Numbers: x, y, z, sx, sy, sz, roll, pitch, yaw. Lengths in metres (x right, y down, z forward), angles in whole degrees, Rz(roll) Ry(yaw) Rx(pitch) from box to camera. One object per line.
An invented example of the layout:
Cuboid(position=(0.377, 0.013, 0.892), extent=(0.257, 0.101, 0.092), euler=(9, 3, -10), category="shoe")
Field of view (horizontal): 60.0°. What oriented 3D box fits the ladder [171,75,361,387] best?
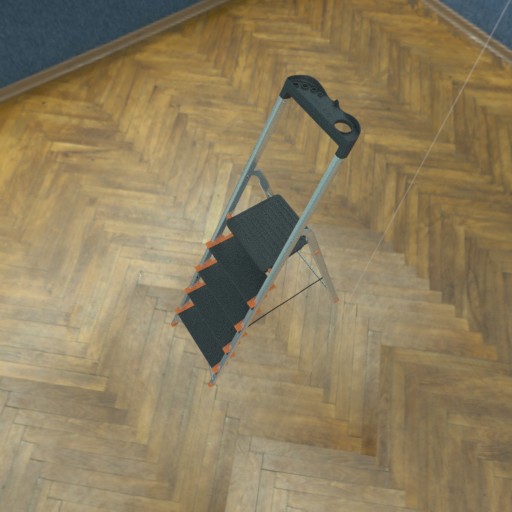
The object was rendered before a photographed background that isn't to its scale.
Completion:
Cuboid(position=(0.000, 0.000, 2.127), extent=(0.995, 1.646, 0.480), euler=(-31, 68, -14), category="ladder")
